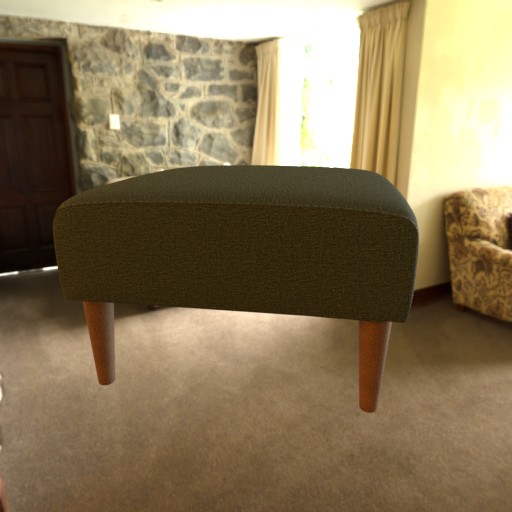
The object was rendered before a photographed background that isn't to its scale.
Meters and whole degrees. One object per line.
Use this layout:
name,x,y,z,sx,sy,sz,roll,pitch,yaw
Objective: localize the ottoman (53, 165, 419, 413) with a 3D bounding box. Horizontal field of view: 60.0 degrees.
ottoman,0.000,0.000,1.063,0.649,0.398,0.650,3,16,9
